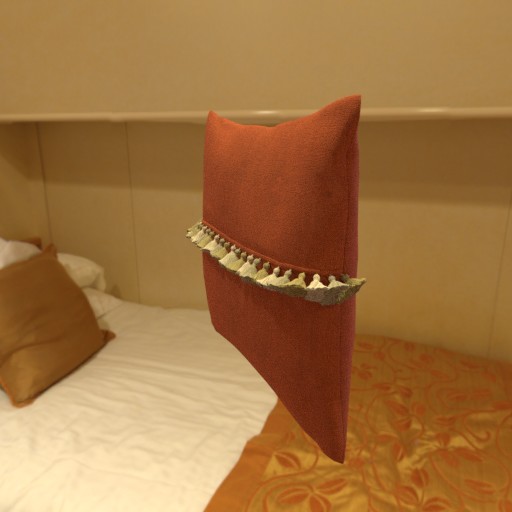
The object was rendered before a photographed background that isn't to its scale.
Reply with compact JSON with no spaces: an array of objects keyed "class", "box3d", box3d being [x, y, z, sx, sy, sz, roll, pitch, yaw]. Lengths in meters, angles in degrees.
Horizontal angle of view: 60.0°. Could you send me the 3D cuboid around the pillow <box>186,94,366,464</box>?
[{"class":"pillow","box3d":[0.000,0.000,0.741,0.165,0.482,0.490,-8,18,-25]}]
